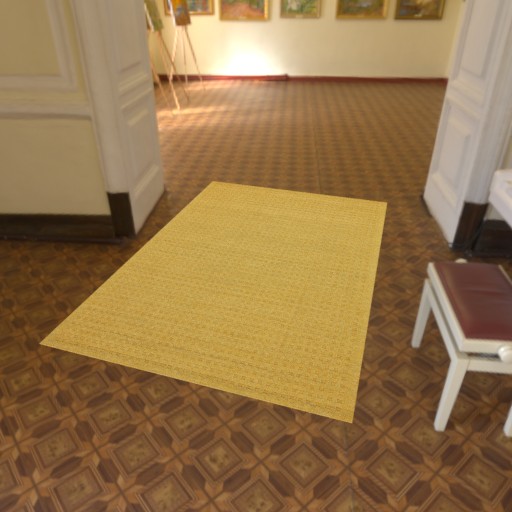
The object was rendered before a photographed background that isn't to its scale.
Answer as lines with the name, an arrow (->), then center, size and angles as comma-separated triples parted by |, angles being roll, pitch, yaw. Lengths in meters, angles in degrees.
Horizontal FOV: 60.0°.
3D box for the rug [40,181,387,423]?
rug -> 0.000, 0.000, 3.756 | 1.981, 0.006, 2.895 | 9, 33, 15
